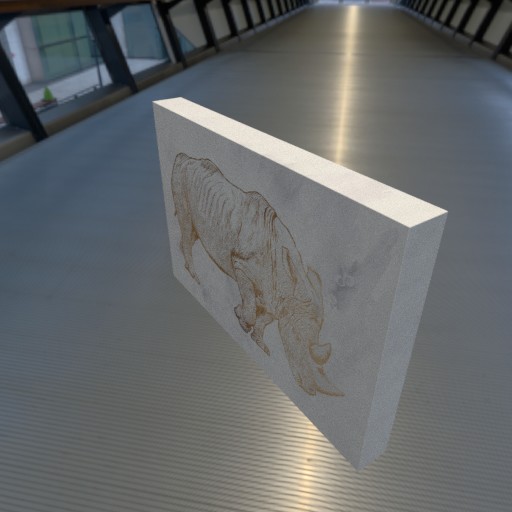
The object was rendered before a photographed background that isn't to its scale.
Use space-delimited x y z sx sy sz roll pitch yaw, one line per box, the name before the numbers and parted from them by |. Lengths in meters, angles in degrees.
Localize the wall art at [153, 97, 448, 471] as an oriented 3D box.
wall art | 0.000 0.000 0.477 0.038 0.254 0.381 -20 38 -29
